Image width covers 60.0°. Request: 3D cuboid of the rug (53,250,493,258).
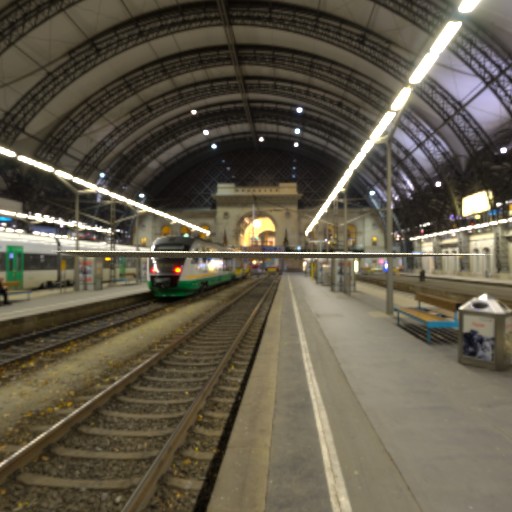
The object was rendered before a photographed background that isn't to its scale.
[{"bbox_3d":[0.000,0.000,2.115,1.634,0.003,1.190,0,-1,-17],"label":"rug"}]
